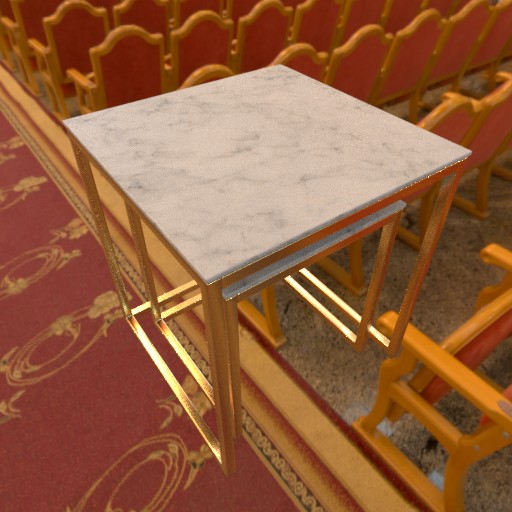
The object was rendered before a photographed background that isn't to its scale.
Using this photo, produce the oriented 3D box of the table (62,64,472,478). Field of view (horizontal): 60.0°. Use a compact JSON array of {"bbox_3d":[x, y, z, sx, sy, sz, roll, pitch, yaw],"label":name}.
[{"bbox_3d":[0.000,0.000,0.847,0.450,0.500,0.450,-26,48,-26],"label":"table"}]
